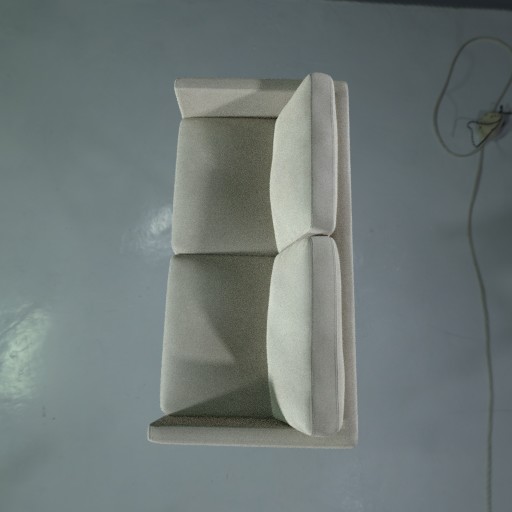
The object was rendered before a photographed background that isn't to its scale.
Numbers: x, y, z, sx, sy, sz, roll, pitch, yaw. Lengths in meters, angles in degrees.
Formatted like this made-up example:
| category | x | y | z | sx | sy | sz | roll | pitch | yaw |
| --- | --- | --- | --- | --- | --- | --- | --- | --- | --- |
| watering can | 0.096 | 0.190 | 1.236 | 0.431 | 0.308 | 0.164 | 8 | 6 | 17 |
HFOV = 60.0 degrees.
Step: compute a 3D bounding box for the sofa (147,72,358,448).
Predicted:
| category | x | y | z | sx | sy | sz | roll | pitch | yaw |
| --- | --- | --- | --- | --- | --- | --- | --- | --- | --- |
| sofa | 0.000 | 0.000 | 2.390 | 0.950 | 0.940 | 1.846 | 1 | 76 | 0 |
